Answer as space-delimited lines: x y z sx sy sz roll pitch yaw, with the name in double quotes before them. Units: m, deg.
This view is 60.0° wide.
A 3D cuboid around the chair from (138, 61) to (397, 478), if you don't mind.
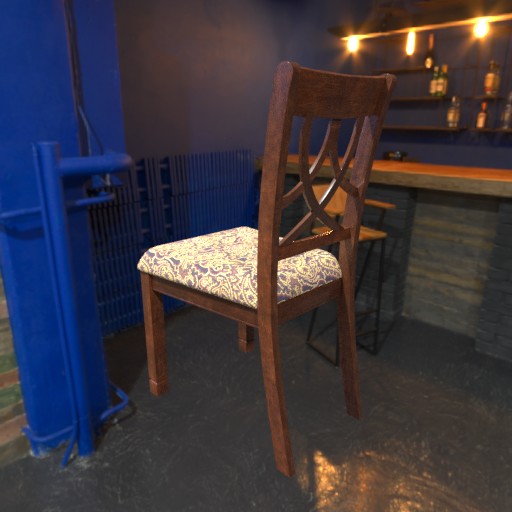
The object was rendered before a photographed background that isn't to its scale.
"chair" 0.000 0.000 1.281 0.457 0.965 0.584 -16 24 -42
